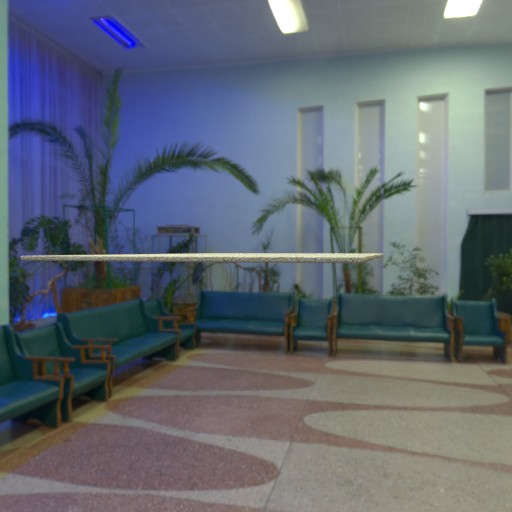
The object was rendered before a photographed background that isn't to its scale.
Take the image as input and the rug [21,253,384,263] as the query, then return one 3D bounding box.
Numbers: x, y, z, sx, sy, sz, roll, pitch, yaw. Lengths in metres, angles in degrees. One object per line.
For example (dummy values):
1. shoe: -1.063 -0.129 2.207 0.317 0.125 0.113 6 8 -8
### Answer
1. rug: 0.000 0.000 3.397 1.800 0.025 2.699 0 1 18
